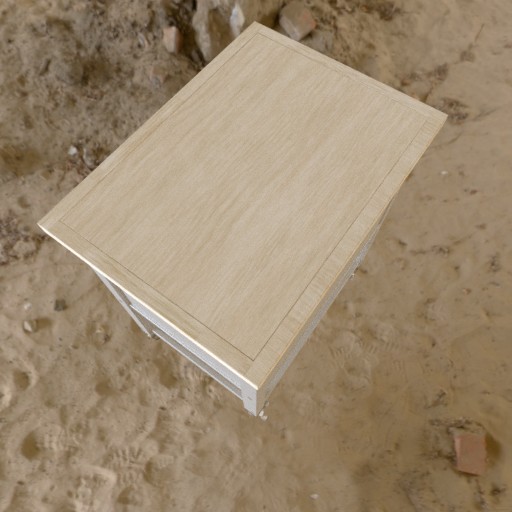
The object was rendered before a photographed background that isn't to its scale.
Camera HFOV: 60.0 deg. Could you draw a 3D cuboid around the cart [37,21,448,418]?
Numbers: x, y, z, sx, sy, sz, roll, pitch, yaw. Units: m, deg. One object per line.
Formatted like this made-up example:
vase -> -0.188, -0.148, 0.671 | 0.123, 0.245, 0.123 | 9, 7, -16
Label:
cart -> 0.000, 0.000, 1.383 | 0.559, 0.914, 0.762 | 33, 69, 15
